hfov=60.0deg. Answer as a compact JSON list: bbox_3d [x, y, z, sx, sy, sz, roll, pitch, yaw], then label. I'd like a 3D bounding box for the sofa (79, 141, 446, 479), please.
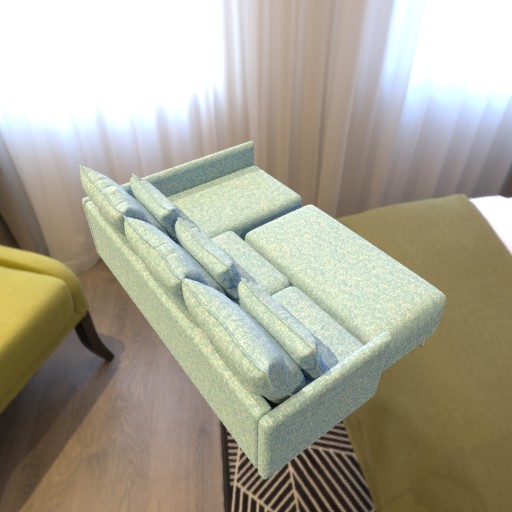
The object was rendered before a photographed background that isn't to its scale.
[{"bbox_3d":[0.000,0.000,2.786,1.420,0.899,2.034,-26,47,-27],"label":"sofa"}]
